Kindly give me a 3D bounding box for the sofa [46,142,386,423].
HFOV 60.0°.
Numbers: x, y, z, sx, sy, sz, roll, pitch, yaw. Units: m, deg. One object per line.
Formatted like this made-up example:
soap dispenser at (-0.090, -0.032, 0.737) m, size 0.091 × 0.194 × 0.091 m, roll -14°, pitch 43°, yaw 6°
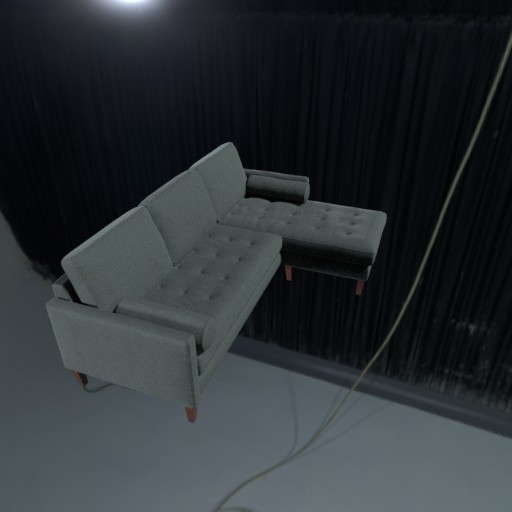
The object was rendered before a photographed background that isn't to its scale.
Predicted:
sofa at (0.000, 0.000, 2.986) m, size 1.506 × 0.876 × 2.178 m, roll 11°, pitch 33°, yaw 17°
